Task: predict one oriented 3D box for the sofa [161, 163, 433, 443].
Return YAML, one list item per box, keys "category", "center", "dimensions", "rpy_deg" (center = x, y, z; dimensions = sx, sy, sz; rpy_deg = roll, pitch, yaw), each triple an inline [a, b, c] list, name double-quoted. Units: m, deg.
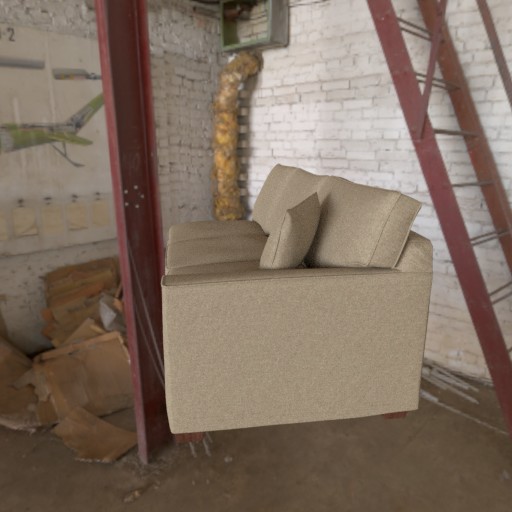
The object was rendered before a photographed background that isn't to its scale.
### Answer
- category: "sofa"
  center: [0.000, 0.000, 2.537]
  dimensions: [1.034, 0.946, 1.963]
  rpy_deg: [-2, 15, -9]
